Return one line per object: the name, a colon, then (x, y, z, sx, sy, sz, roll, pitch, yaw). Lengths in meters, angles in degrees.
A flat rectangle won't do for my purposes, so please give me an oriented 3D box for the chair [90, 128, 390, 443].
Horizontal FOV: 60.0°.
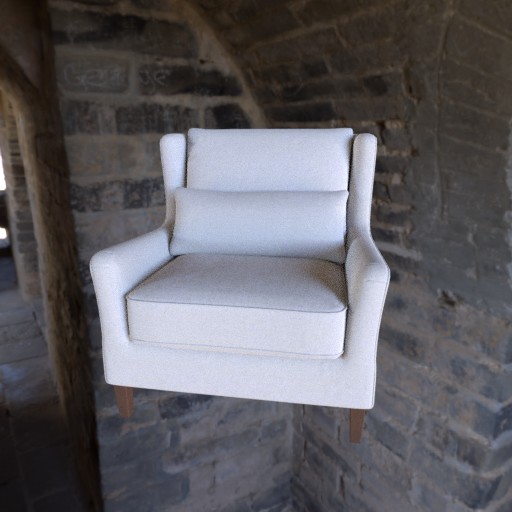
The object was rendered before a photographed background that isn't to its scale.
chair: (0.000, 0.000, 1.880, 0.982, 1.056, 1.040, 3, 15, 9)
